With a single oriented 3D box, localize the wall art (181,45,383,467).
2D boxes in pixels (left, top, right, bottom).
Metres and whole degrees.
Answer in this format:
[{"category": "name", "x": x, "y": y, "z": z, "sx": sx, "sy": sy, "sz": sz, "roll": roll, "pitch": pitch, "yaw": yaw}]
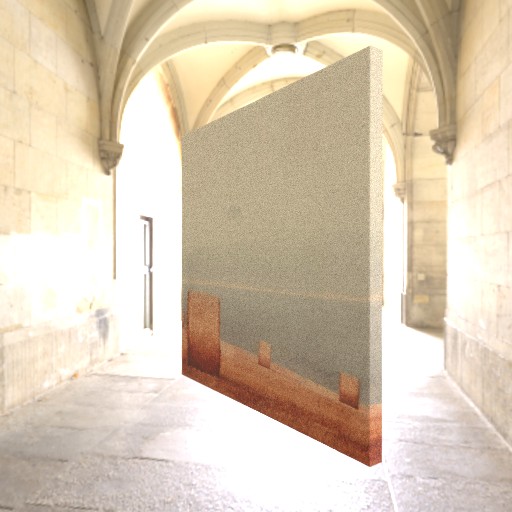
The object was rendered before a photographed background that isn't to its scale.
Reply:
[{"category": "wall art", "x": 0.000, "y": 0.000, "z": 1.117, "sx": 0.042, "sy": 0.760, "sz": 0.760, "roll": 0, "pitch": 0, "yaw": -36}]
